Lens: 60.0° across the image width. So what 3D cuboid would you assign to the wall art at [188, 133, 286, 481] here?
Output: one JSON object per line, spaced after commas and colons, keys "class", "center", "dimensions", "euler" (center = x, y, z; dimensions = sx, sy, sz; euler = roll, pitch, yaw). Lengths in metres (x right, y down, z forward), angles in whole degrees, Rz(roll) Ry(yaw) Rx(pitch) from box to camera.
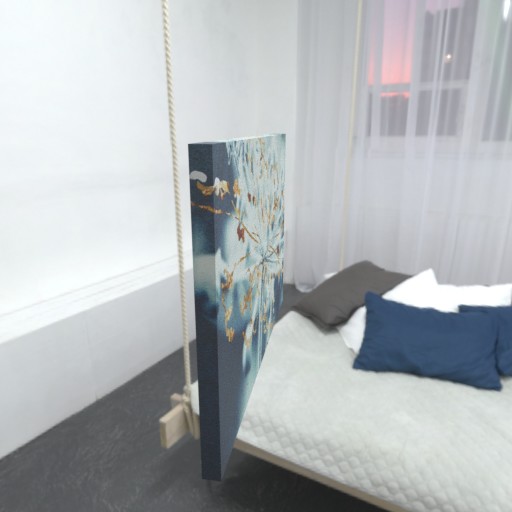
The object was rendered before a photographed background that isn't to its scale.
{"class": "wall art", "center": [0.000, 0.000, 1.171], "dimensions": [0.038, 0.608, 0.912], "euler": [3, 17, 10]}
